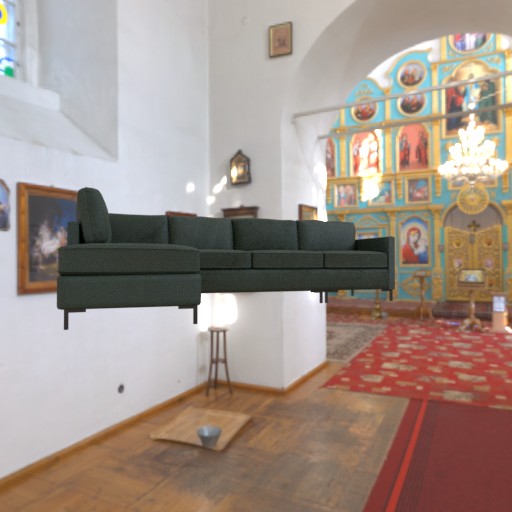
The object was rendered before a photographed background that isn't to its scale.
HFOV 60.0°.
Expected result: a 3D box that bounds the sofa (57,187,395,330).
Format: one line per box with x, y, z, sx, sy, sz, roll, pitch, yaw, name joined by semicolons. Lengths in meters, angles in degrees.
0.000;0.000;4.333;3.384;0.996;2.048;0;-1;-19;sofa
